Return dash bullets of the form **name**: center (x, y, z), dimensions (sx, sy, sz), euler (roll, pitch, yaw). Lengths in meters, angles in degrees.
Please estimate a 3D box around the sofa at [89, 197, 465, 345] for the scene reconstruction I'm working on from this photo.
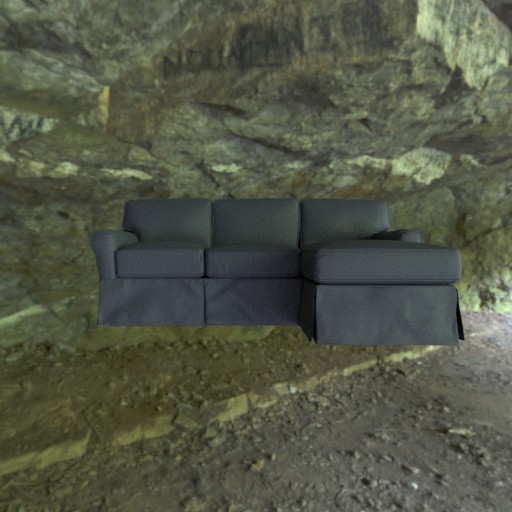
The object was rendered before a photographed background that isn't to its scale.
- **sofa**: center (0.000, 0.000, 3.386), dimensions (2.518, 1.039, 1.637), euler (0, 1, 0)
